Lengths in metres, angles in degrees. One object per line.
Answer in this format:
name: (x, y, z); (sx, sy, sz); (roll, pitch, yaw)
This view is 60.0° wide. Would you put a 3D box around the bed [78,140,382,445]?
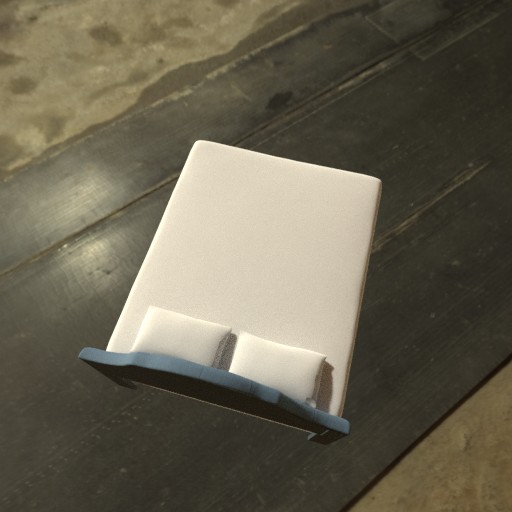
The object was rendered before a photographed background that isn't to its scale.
bed: (0.000, 0.000, 3.801); (2.039, 1.617, 2.477); (14, 64, 7)
